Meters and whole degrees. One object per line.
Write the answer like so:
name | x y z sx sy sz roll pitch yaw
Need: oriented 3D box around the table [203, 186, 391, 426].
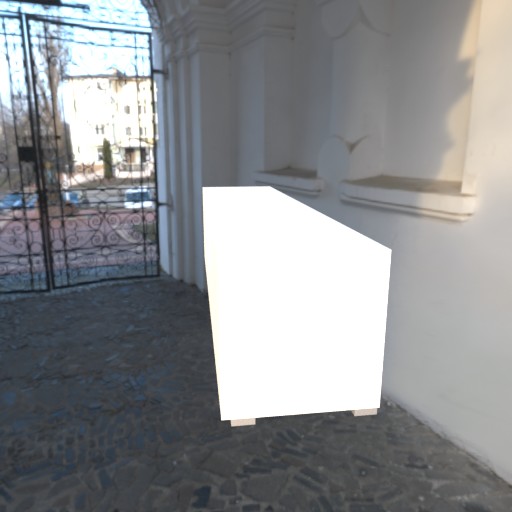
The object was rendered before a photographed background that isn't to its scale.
table | 0.000 0.000 1.816 0.390 0.420 1.650 -2 14 -8
